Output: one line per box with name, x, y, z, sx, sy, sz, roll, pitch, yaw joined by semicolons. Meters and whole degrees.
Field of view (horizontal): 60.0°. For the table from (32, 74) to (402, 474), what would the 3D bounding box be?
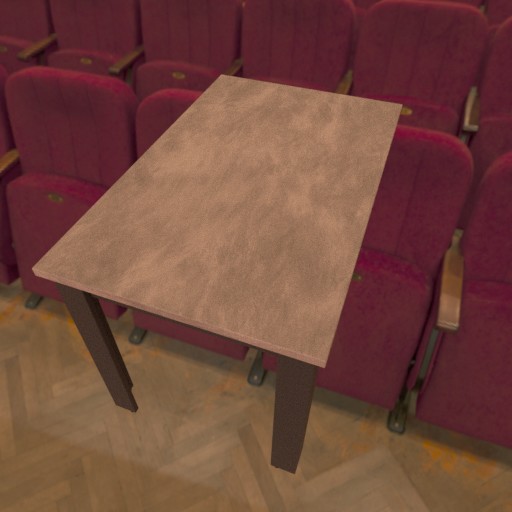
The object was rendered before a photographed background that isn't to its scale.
table;0.000;0.000;1.562;0.700;0.734;1.100;15;48;14
